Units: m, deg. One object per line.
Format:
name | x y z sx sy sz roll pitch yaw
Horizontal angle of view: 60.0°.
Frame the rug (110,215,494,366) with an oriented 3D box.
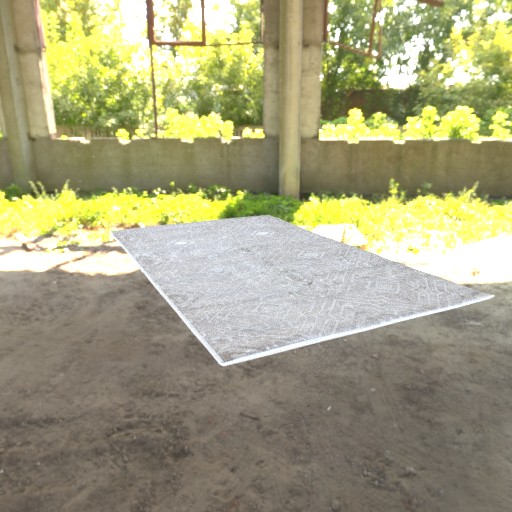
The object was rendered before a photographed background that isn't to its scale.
rug | 0.000 0.000 3.009 1.537 0.036 2.447 -8 18 -26
